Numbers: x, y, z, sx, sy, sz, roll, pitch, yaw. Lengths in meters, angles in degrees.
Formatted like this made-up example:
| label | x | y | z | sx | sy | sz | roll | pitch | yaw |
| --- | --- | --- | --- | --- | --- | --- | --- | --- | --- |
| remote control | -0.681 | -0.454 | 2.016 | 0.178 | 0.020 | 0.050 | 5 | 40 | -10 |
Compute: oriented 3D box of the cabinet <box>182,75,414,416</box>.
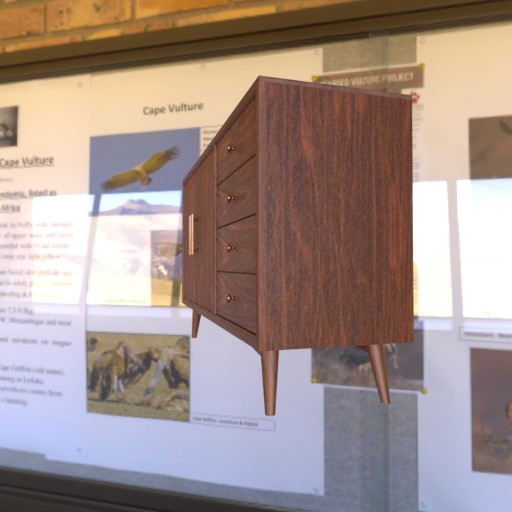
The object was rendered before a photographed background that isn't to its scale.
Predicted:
| label | x | y | z | sx | sy | sz | roll | pitch | yaw |
| --- | --- | --- | --- | --- | --- | --- | --- | --- | --- |
| cabinet | 0.000 | 0.000 | 2.003 | 0.505 | 0.940 | 1.575 | 0 | -1 | -17 |
